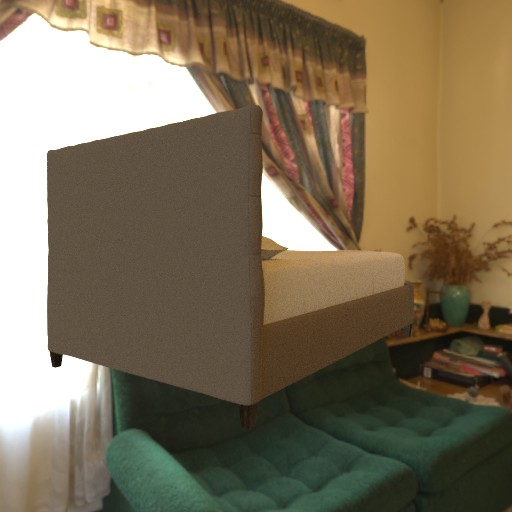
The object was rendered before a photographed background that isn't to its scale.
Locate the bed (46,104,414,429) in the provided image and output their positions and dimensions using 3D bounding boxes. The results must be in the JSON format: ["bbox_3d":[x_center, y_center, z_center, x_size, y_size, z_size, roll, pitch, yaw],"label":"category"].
[{"bbox_3d":[0.000,0.000,3.353,1.698,1.427,2.387,2,3,36],"label":"bed"}]
